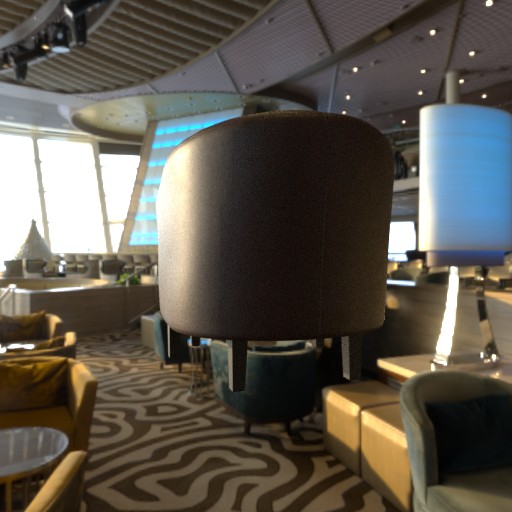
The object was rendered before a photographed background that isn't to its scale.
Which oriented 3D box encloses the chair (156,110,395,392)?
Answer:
[{"bbox_3d":[0.000,0.000,1.683,0.737,0.755,1.176,0,0,-18],"label":"chair"}]
